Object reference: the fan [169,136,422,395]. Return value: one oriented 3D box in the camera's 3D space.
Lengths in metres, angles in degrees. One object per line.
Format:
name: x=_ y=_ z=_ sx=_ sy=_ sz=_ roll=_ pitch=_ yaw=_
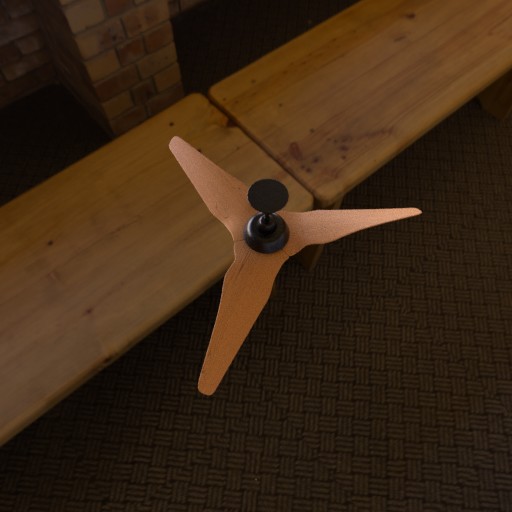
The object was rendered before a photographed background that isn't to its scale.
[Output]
fan: x=0.000 y=0.000 z=1.630 sx=1.142 sy=0.355 sz=1.010 roll=16 pitch=64 yaw=8
